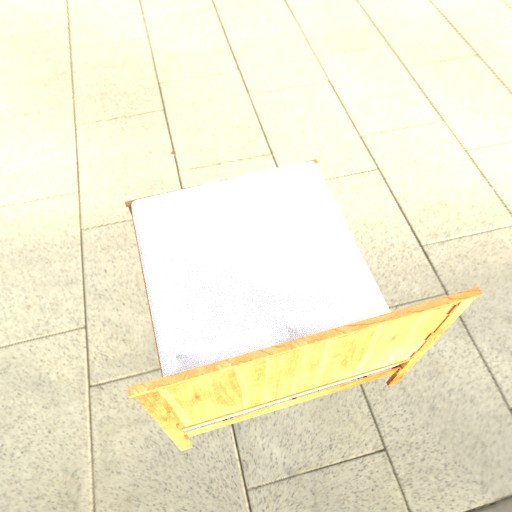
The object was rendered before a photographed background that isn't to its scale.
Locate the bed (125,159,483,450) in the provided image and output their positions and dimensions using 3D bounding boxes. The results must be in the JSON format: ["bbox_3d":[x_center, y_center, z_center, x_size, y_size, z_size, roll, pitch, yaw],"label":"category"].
[{"bbox_3d":[0.000,0.000,3.556,1.936,1.686,2.201,-14,59,-9],"label":"bed"}]
